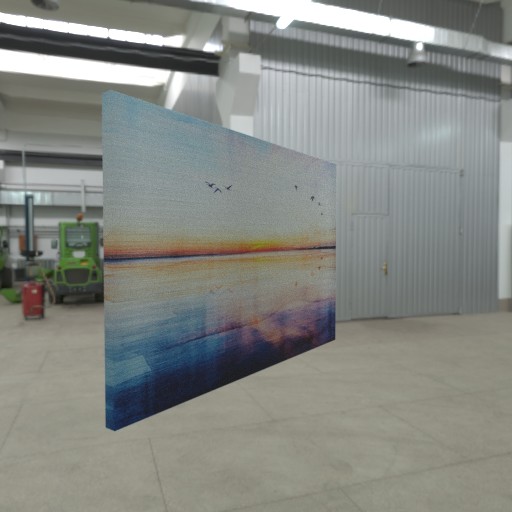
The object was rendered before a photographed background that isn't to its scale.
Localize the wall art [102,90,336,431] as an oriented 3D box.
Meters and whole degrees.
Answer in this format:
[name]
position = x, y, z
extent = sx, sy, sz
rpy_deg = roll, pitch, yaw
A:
[wall art]
position = 0.000, 0.000, 0.771
extent = 0.018, 0.402, 0.604
rpy_deg = 1, 2, 35
